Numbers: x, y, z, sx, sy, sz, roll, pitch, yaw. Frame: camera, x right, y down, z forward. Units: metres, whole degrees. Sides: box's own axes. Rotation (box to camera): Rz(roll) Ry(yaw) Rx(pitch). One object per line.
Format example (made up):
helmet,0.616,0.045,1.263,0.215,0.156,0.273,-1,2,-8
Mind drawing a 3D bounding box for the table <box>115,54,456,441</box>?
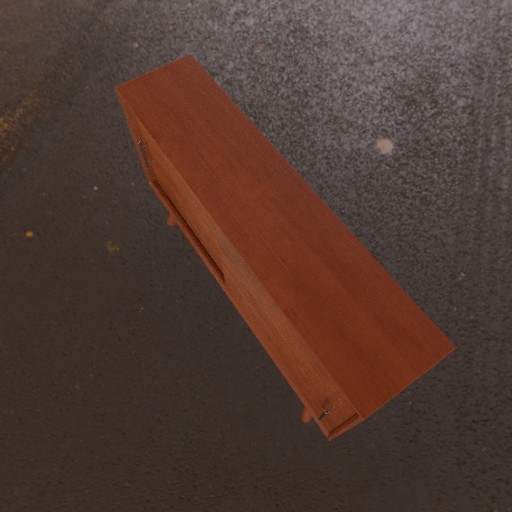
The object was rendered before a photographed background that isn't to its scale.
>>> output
table,0.000,0.000,1.532,0.308,0.698,1.220,-31,67,-15
